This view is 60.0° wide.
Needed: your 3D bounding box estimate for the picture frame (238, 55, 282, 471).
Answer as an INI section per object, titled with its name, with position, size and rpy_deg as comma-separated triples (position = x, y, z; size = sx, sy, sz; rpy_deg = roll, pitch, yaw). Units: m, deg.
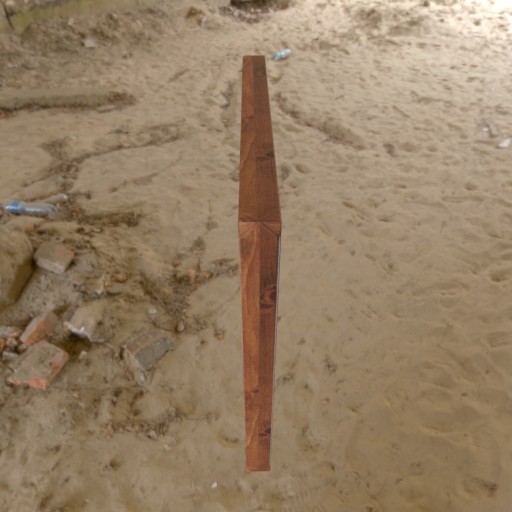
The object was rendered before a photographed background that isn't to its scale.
[picture frame]
position = 0.000, 0.000, 0.532
size = 0.028, 0.356, 0.352
rpy_deg = -1, 40, -1
